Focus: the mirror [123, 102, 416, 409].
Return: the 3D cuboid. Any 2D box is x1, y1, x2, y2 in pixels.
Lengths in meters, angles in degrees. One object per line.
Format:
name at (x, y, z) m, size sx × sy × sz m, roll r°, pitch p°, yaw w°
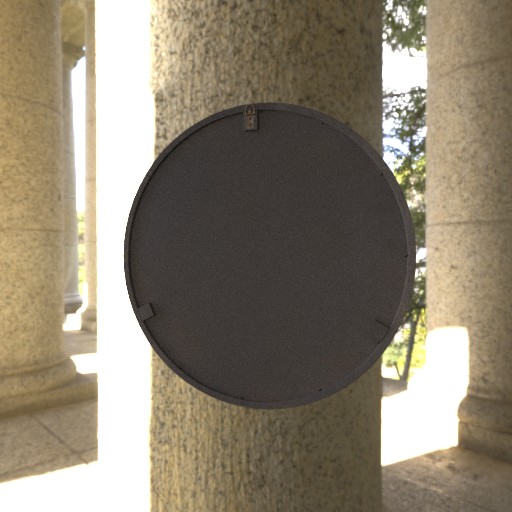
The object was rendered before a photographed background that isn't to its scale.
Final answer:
mirror at (0.000, 0.000, 1.046) m, size 0.710 × 0.710 × 0.038 m, roll 0°, pitch 0°, yaw 18°
